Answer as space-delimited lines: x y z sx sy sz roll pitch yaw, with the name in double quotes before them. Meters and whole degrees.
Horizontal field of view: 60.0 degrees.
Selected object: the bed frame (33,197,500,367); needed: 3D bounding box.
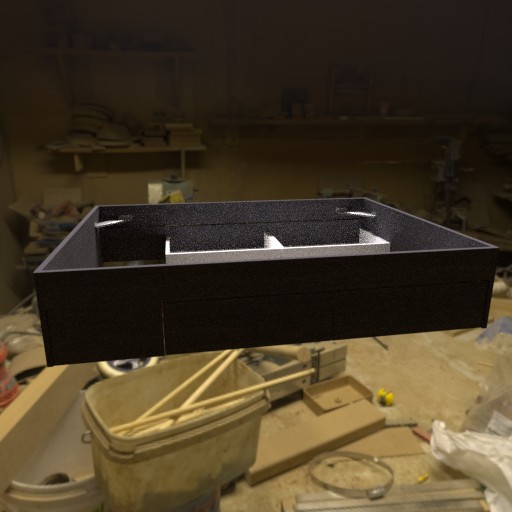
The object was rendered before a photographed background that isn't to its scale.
"bed frame" 0.000 0.000 2.547 1.944 0.459 1.448 -3 17 -10
